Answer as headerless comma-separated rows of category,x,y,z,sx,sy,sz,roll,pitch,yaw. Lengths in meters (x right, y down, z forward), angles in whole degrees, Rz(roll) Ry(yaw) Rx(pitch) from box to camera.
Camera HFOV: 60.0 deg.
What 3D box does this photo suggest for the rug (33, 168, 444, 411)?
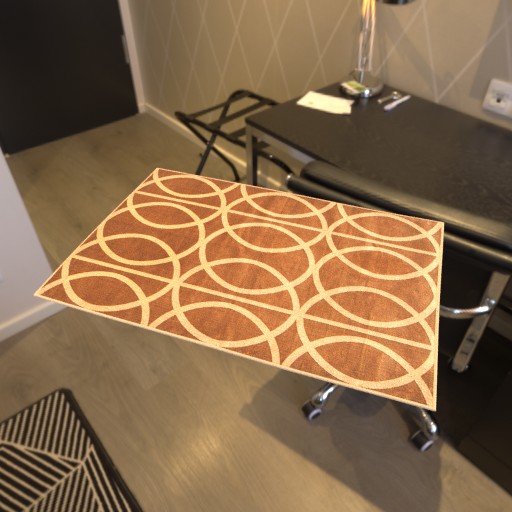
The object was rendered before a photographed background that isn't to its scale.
rug,0.000,0.000,2.876,2.290,0.014,1.526,13,44,14
